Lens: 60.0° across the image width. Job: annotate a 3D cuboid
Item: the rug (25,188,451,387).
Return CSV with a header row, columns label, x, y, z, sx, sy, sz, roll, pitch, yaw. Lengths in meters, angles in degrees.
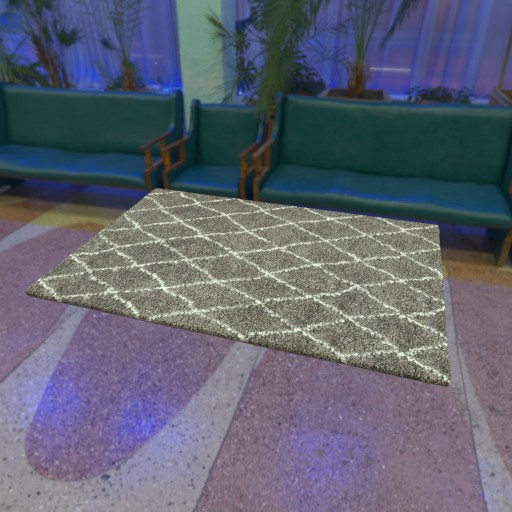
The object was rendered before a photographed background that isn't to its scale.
label,x,y,z,sx,sy,sz,roll,pitch,yaw
rug,0.000,0.000,2.232,1.778,0.030,1.219,9,33,15
